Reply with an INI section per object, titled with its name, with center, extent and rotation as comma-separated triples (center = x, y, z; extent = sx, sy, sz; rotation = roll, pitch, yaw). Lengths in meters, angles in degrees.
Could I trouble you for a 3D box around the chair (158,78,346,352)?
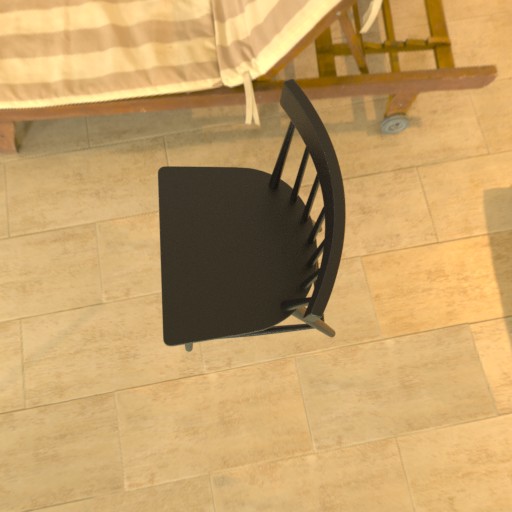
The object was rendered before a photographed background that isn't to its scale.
[chair]
center = 0.000, 0.000, 1.275
extent = 0.572, 0.952, 0.483
rotation = -5, 76, -1
